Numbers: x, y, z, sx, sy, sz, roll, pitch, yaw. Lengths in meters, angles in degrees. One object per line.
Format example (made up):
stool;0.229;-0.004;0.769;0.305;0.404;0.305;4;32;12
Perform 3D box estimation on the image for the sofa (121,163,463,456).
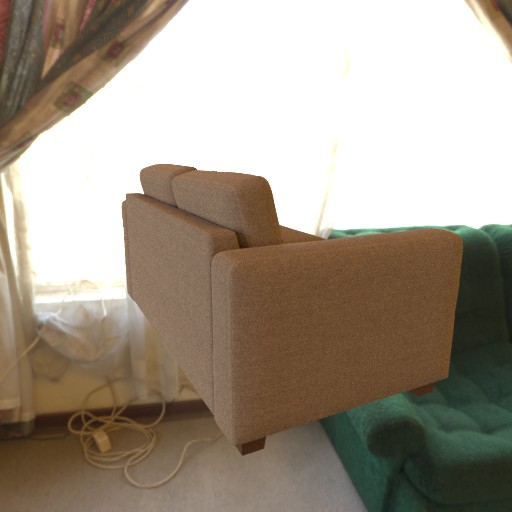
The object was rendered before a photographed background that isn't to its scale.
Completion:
sofa;0.000;0.000;1.989;0.900;0.800;1.520;-7;16;-26
